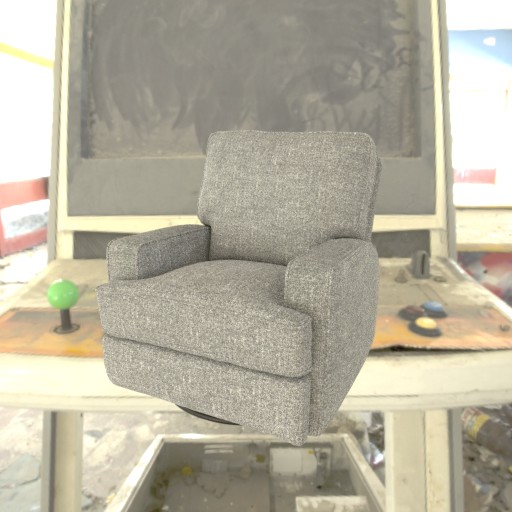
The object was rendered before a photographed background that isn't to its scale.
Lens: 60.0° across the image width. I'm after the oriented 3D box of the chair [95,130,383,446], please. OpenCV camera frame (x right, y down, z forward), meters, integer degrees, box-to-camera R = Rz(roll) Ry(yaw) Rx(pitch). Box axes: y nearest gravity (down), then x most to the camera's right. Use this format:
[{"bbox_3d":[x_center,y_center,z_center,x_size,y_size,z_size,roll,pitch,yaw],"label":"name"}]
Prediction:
[{"bbox_3d":[0.000,0.000,1.723,0.861,0.962,0.964,7,16,26],"label":"chair"}]
